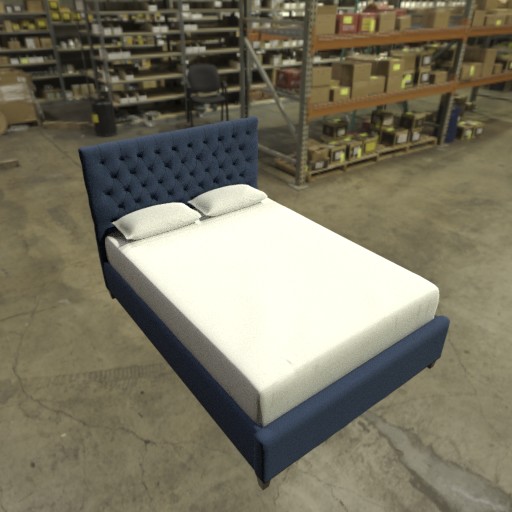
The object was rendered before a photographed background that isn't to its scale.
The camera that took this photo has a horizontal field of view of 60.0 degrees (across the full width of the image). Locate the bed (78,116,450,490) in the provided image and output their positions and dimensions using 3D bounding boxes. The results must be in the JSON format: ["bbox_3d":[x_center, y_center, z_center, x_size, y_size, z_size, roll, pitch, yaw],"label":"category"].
[{"bbox_3d":[0.000,0.000,3.381,1.706,1.427,2.387,-21,37,-31],"label":"bed"}]
